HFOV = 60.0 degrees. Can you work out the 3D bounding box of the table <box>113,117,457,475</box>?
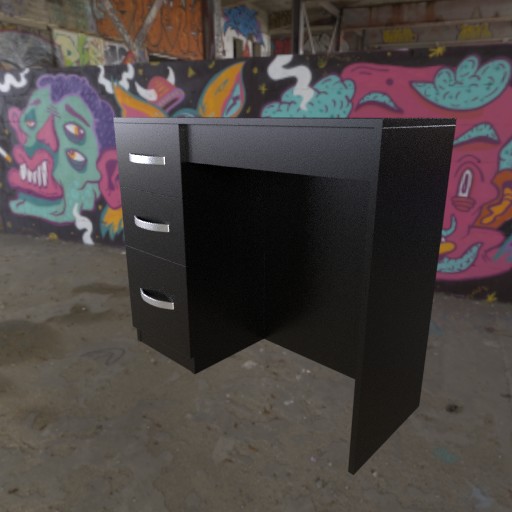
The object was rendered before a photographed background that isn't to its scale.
[{"bbox_3d":[0.000,0.000,1.326,0.930,0.790,0.380,16,23,41],"label":"table"}]
